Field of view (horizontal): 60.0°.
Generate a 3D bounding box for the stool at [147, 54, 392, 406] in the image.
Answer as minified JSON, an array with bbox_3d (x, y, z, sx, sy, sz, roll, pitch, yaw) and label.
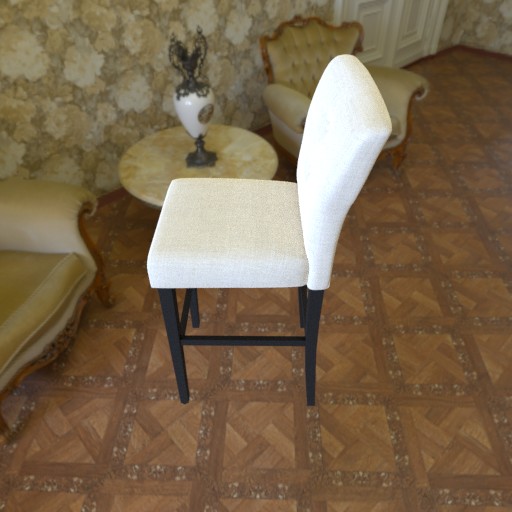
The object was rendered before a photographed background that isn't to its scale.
[{"bbox_3d":[0.000,0.000,1.454,0.603,1.124,0.516,0,40,0],"label":"stool"}]
